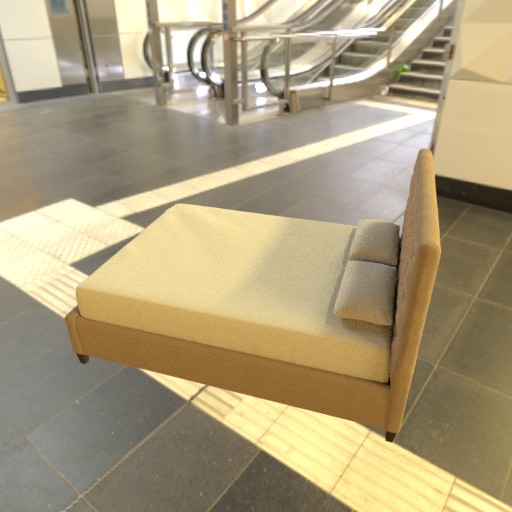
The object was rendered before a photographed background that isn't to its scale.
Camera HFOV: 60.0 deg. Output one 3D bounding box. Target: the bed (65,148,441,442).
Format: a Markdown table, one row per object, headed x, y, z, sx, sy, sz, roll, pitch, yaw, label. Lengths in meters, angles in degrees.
| x | y | z | sx | sy | sz | roll | pitch | yaw | label |
| --- | --- | --- | --- | --- | --- | --- | --- | --- | --- |
| 0.000 | 0.000 | 3.430 | 2.387 | 1.427 | 1.698 | 9 | 31 | 15 | bed |
